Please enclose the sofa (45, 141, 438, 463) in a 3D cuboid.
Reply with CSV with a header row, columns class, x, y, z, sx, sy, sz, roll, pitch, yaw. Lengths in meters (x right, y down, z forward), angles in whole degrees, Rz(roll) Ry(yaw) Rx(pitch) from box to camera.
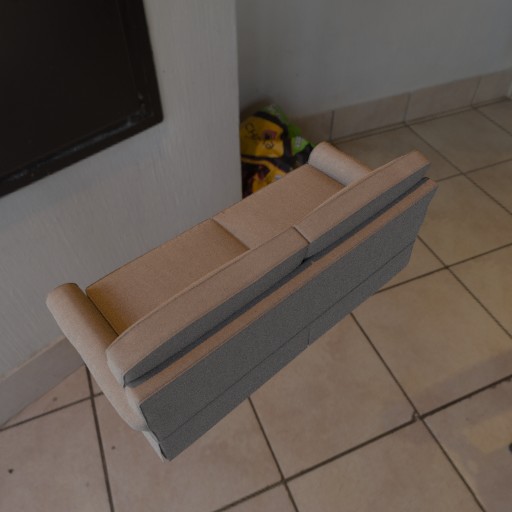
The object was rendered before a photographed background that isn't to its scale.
class,x,y,z,sx,sy,sz,roll,pitch,yaw
sofa,0.000,0.000,2.696,2.248,0.943,0.991,-33,56,-26
